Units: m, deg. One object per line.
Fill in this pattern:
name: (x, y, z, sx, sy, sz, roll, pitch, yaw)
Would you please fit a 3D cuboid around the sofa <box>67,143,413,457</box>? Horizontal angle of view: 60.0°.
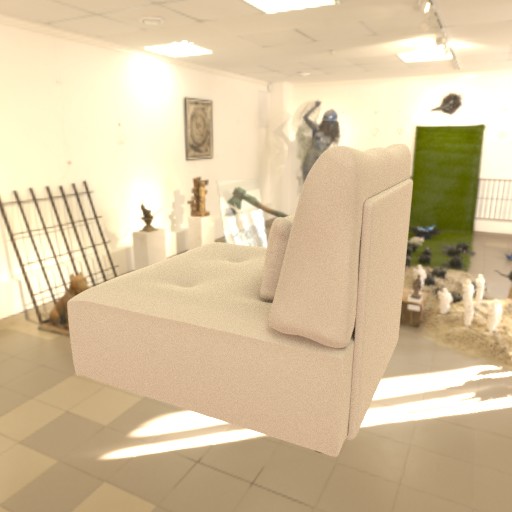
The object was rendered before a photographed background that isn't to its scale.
sofa: (0.000, 0.000, 1.681, 1.000, 0.828, 0.935, 7, 16, 26)
